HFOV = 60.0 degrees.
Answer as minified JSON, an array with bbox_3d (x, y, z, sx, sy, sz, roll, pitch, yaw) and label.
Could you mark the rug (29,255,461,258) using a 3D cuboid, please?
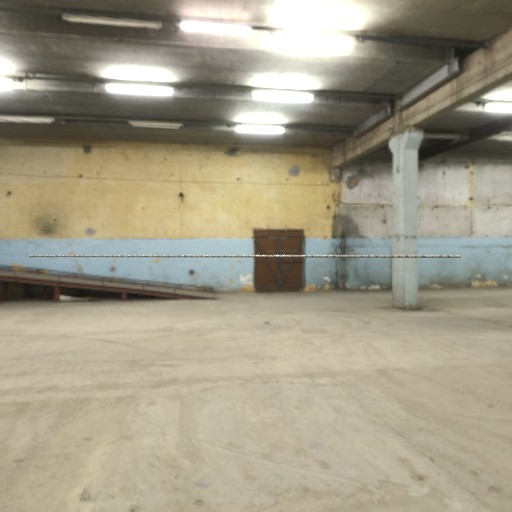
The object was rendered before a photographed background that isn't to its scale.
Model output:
[{"bbox_3d":[0.000,0.000,2.203,1.752,0.008,1.144,0,0,19],"label":"rug"}]
